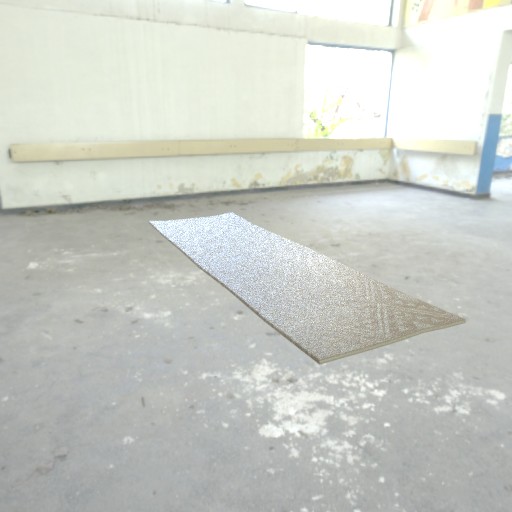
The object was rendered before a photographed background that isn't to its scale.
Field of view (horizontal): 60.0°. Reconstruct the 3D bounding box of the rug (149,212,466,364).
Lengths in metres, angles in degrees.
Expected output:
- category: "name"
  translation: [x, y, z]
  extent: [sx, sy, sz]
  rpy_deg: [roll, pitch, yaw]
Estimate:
- category: "rug"
  translation: [0.000, 0.000, 2.751]
  extent: [0.752, 0.051, 2.452]
  rpy_deg: [-8, 19, -26]
